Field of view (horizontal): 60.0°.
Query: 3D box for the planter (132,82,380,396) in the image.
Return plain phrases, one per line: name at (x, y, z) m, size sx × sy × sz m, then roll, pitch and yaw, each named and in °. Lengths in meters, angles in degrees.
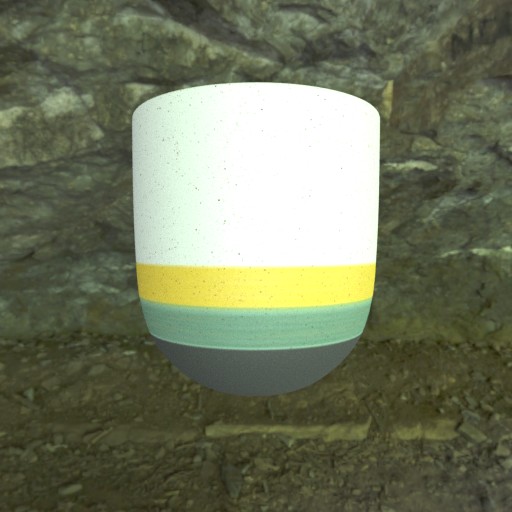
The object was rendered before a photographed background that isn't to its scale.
planter at (0.000, 0.000, 0.365) m, size 0.195 × 0.214 × 0.195 m, roll 0°, pitch 1°, yaw 0°
